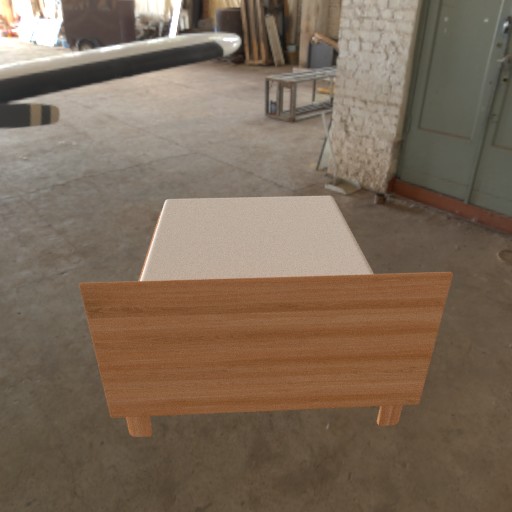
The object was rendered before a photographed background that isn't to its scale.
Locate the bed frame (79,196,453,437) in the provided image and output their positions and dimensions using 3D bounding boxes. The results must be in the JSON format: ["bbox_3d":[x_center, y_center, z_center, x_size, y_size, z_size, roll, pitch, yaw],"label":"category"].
[{"bbox_3d":[0.000,0.000,2.831,1.472,0.940,1.992,-2,30,-3],"label":"bed frame"}]
